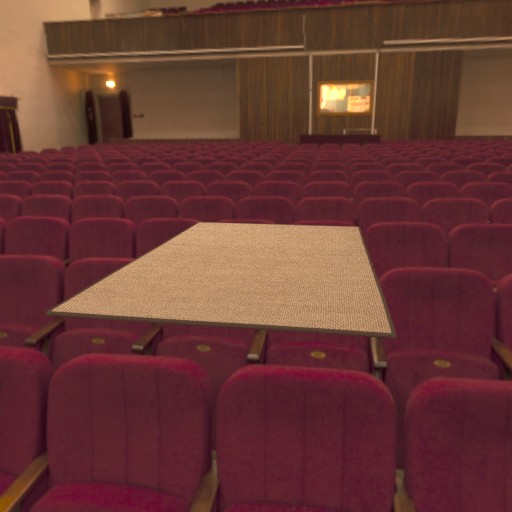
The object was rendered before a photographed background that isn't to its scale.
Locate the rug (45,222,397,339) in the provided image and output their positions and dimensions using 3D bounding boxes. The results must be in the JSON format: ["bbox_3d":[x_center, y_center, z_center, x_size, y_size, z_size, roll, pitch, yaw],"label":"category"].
[{"bbox_3d":[0.000,0.000,2.099,1.067,0.013,1.676,2,14,9],"label":"rug"}]
